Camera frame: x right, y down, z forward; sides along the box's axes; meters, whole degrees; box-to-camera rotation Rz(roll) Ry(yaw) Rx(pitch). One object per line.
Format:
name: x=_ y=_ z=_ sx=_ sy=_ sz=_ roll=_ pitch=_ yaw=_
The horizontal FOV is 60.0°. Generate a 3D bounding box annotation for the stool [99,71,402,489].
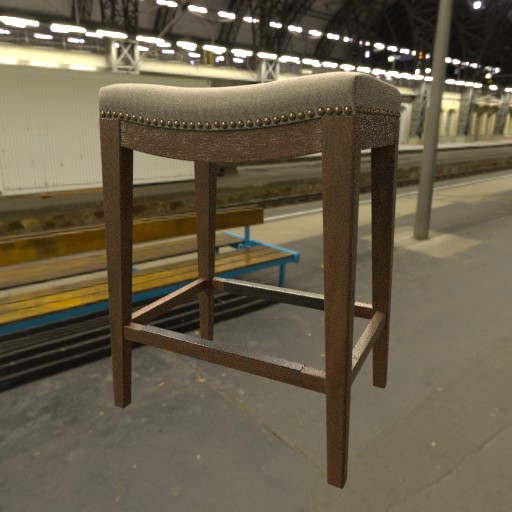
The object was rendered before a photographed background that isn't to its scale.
stool: x=0.000 y=0.000 z=0.909 sx=0.508 sy=0.660 sz=0.356 roll=8 pitch=18 yaw=26
